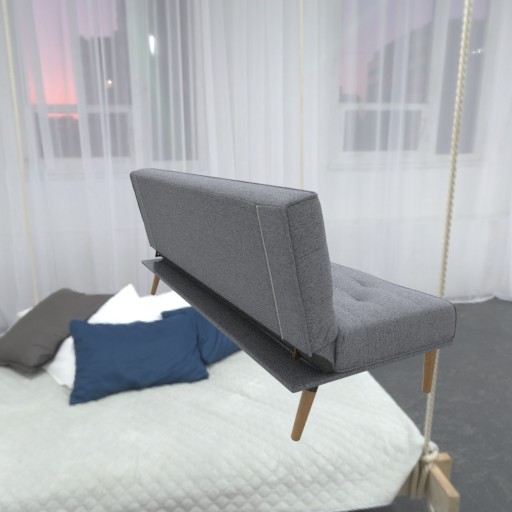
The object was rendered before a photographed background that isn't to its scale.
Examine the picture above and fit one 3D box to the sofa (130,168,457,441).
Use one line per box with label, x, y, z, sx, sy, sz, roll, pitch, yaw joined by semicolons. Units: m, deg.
sofa;0.000;0.000;2.263;0.810;0.830;1.820;-7;16;-28
